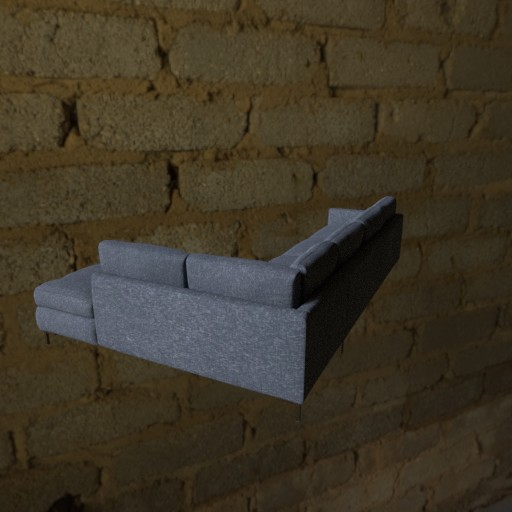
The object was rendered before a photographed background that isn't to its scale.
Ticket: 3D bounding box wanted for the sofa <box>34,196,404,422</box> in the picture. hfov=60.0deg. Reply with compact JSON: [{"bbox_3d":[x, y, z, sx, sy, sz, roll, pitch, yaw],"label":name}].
[{"bbox_3d":[0.000,0.000,3.871,2.007,0.815,2.949,8,18,26],"label":"sofa"}]
